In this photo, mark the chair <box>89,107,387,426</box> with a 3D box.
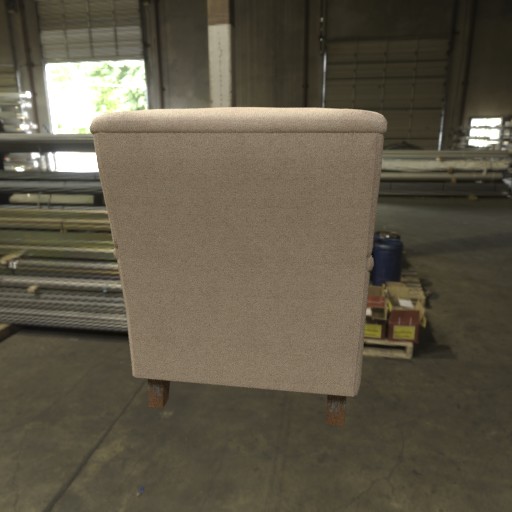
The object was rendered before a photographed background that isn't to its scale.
[{"bbox_3d":[0.000,0.000,1.817,0.879,1.119,0.953,2,16,9],"label":"chair"}]
